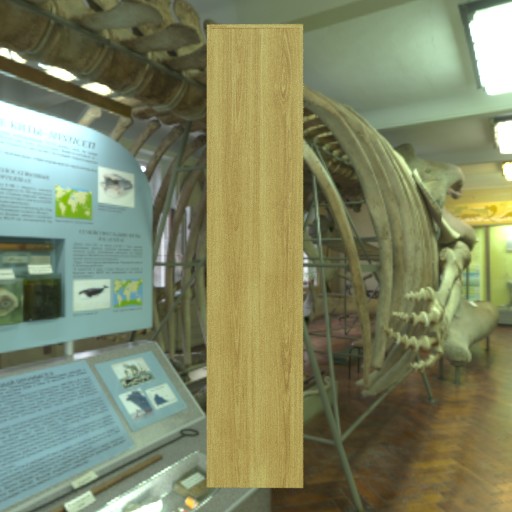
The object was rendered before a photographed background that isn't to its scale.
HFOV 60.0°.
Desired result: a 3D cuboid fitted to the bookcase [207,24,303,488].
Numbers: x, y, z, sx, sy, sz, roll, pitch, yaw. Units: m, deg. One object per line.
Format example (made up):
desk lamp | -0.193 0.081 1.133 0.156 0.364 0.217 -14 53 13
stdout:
bookcase | 0.000 0.000 2.406 0.420 2.020 0.950 0 0 1
